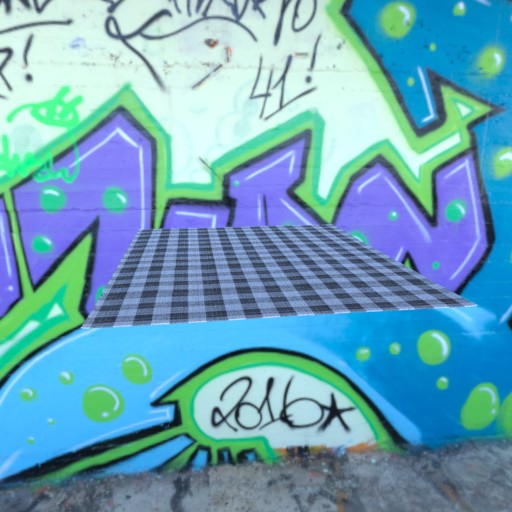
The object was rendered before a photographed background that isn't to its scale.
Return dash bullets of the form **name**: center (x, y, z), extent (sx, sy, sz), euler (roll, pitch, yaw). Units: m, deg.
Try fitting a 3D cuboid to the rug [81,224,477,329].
- **rug**: center (0.000, 0.000, 4.105), extent (2.432, 0.013, 3.021), euler (-2, 14, -8)
